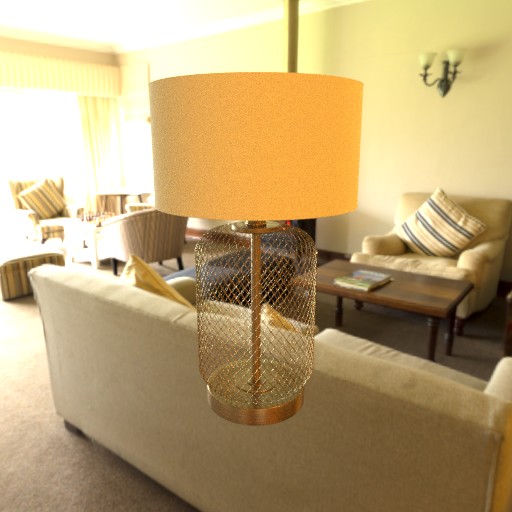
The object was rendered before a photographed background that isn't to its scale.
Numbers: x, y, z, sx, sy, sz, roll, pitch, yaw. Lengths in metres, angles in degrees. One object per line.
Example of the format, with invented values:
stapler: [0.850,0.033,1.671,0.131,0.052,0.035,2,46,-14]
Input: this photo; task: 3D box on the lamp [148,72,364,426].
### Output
lamp: [0.000,0.000,0.812,0.353,0.578,0.353,0,14,0]
